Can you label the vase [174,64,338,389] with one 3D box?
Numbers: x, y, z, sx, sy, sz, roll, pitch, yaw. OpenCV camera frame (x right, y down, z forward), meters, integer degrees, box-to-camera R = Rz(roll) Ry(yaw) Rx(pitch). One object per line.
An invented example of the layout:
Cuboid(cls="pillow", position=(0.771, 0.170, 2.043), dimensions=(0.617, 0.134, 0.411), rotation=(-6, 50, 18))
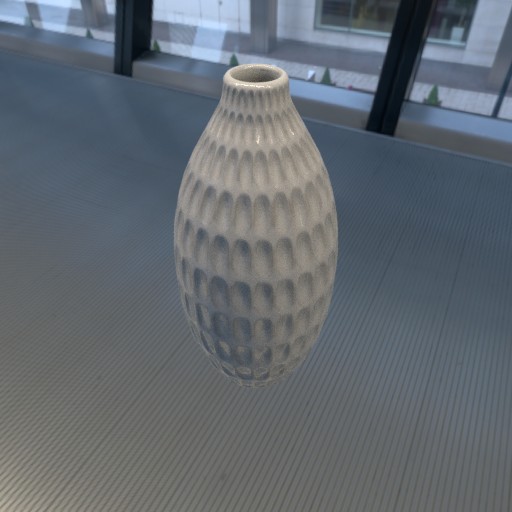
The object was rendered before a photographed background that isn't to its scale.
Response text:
Cuboid(cls="vase", position=(0.000, 0.000, 0.351), dimensions=(0.127, 0.282, 0.127), rotation=(0, 41, 0))
